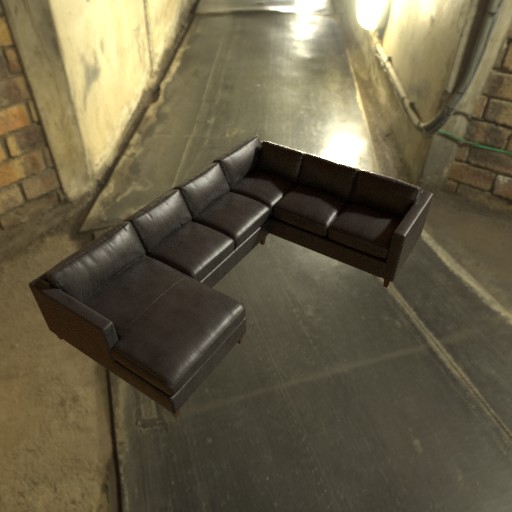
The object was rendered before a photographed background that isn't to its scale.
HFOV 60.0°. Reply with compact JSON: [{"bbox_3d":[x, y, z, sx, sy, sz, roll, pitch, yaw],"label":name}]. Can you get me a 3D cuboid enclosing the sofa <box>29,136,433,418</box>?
[{"bbox_3d":[0.000,0.000,4.477,2.452,0.891,3.324,23,46,25],"label":"sofa"}]
